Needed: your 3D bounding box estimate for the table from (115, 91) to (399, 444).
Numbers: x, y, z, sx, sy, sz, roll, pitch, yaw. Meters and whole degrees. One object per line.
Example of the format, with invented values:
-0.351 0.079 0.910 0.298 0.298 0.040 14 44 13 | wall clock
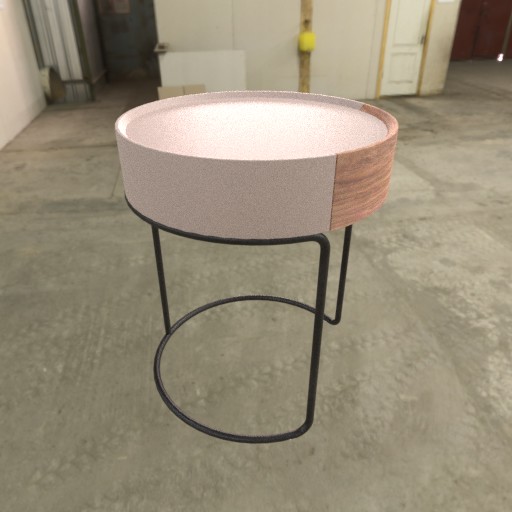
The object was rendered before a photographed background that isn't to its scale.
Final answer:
0.000 0.000 0.859 0.450 0.530 0.450 0 31 0 | table
